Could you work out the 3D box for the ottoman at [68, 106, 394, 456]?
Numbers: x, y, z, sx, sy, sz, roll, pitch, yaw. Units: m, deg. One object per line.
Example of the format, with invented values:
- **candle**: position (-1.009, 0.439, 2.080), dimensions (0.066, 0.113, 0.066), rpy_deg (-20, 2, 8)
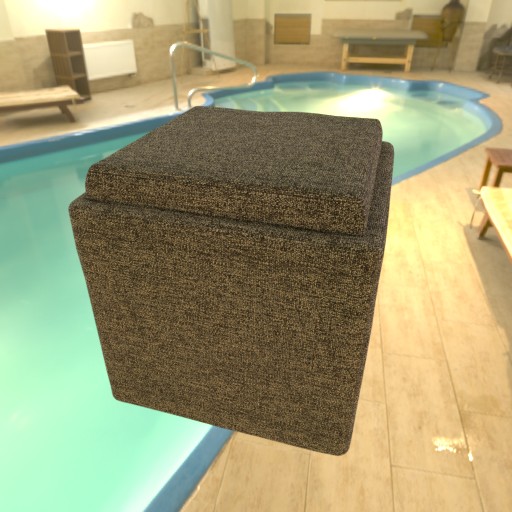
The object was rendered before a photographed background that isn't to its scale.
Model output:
- **ottoman**: position (0.000, 0.000, 0.841), dimensions (0.450, 0.463, 0.450), rpy_deg (9, 33, 14)
